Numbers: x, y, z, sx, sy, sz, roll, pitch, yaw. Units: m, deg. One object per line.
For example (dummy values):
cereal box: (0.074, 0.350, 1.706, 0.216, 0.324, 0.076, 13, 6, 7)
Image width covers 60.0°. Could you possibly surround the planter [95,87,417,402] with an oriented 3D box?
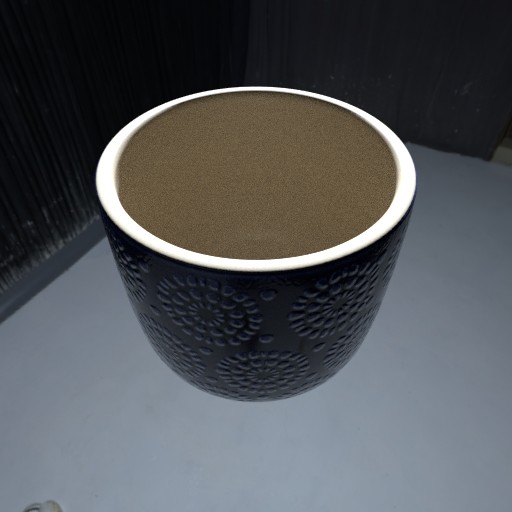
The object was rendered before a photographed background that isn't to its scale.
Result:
planter: (0.000, 0.000, 0.283, 0.165, 0.149, 0.165, 0, 46, 0)
